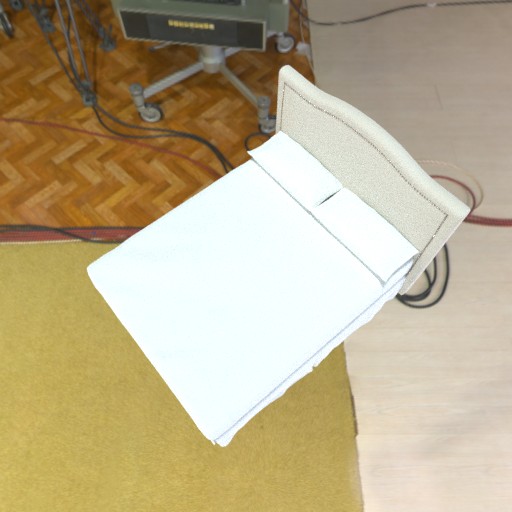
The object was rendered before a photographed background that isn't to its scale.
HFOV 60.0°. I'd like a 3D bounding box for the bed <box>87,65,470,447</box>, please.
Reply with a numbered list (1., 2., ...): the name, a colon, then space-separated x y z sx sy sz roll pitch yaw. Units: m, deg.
1. bed: 0.000 0.000 3.359 2.143 1.460 1.753 -37 68 -17
